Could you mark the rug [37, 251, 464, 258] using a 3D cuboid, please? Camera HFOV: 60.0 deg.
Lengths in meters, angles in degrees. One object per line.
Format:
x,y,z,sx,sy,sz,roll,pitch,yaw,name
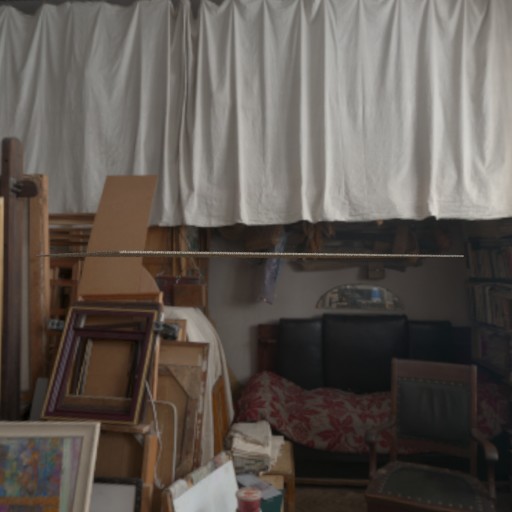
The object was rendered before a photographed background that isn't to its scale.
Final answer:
0.000,0.000,2.169,1.752,0.006,1.142,0,-1,-36,rug
